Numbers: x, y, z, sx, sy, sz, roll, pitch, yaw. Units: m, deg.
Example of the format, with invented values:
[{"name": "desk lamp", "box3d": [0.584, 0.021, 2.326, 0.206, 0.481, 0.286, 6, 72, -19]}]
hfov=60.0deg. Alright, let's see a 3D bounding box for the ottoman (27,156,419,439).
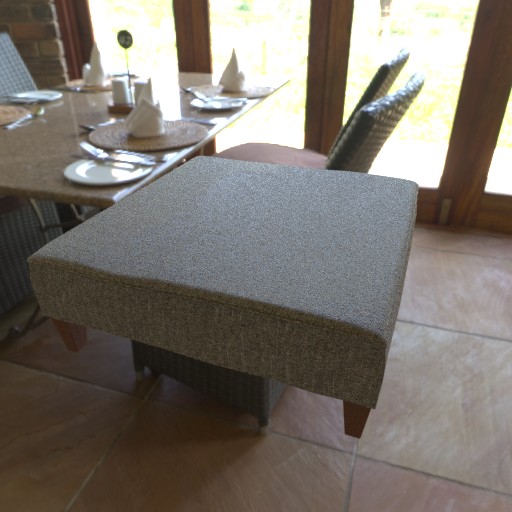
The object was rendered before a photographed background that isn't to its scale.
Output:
[{"name": "ottoman", "box3d": [0.000, 0.000, 1.524, 0.981, 0.379, 1.016, 11, 31, 18]}]
